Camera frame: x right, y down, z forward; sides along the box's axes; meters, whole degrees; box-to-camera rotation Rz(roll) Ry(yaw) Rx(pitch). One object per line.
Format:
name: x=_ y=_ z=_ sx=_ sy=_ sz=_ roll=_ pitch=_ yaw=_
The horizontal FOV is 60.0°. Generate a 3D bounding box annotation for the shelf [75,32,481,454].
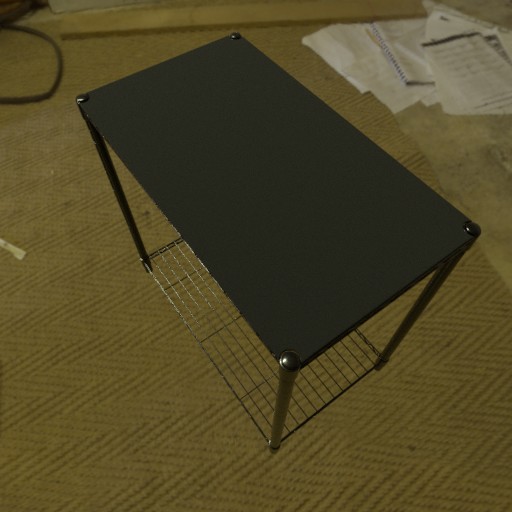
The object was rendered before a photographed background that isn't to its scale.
shelf: x=0.000 y=0.000 z=0.906 sx=0.338 sy=0.564 sz=0.589 roll=-31 pitch=62 yaw=-19
